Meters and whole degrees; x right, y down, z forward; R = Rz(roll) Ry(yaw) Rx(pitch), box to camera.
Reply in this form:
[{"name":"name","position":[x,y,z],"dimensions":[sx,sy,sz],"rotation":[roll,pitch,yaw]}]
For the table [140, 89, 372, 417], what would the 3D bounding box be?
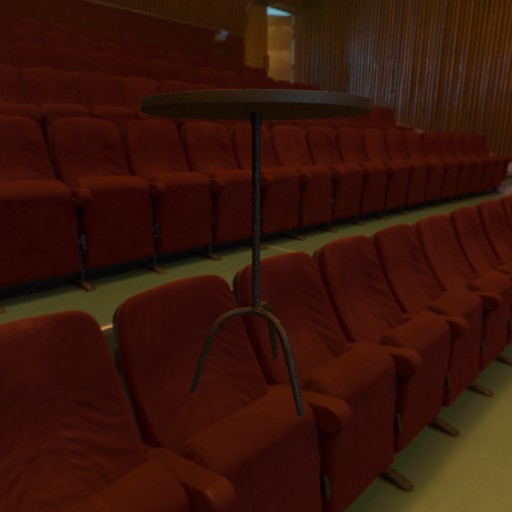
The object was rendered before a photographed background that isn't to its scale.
[{"name":"table","position":[0.000,0.000,1.071],"dimensions":[0.502,0.700,0.502],"rotation":[13,19,43]}]
